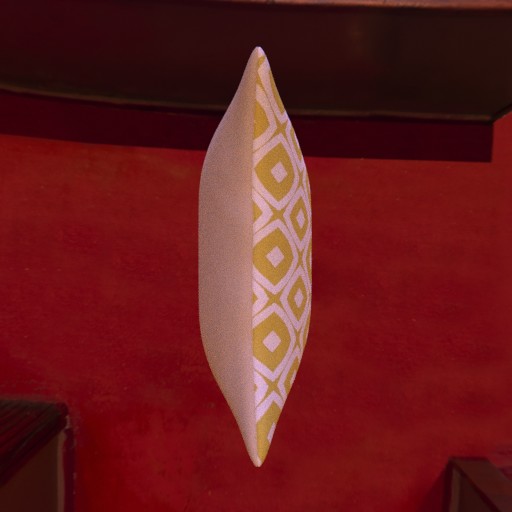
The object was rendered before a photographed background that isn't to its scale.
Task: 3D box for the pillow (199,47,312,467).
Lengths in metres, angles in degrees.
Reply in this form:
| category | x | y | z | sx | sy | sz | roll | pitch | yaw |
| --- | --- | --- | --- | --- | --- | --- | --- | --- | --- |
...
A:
| category | x | y | z | sx | sy | sz | roll | pitch | yaw |
| --- | --- | --- | --- | --- | --- | --- | --- | --- | --- |
| pillow | 0.000 | 0.000 | 0.774 | 0.188 | 0.494 | 0.504 | 0 | 91 | -1 |
